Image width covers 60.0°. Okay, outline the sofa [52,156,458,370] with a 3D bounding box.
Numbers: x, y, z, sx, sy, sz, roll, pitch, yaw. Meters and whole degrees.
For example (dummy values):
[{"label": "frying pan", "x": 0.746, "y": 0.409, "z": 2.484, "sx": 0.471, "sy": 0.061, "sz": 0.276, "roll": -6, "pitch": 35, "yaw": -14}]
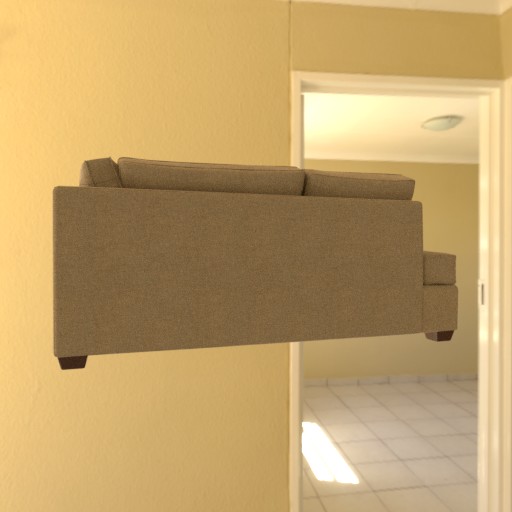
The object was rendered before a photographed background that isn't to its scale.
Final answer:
[{"label": "sofa", "x": 0.000, "y": 0.000, "z": 2.808, "sx": 2.238, "sy": 1.019, "sz": 1.110, "roll": 0, "pitch": 0, "yaw": -18}]
